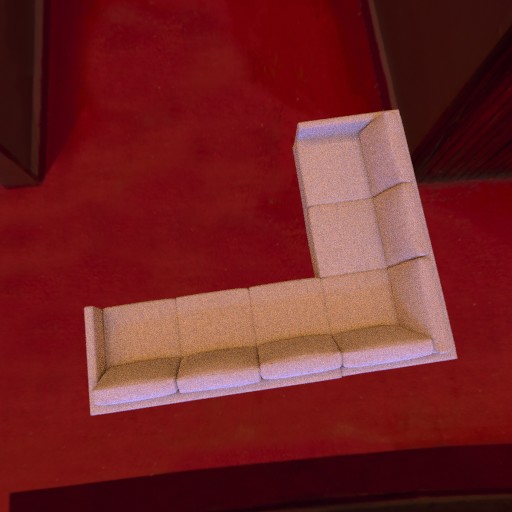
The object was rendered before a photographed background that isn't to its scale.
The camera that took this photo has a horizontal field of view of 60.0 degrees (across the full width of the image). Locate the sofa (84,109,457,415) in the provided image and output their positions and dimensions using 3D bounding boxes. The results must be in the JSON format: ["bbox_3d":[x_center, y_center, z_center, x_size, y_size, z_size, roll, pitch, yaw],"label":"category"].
[{"bbox_3d":[0.000,0.000,4.265,3.182,0.863,2.432,-8,77,-2],"label":"sofa"}]
